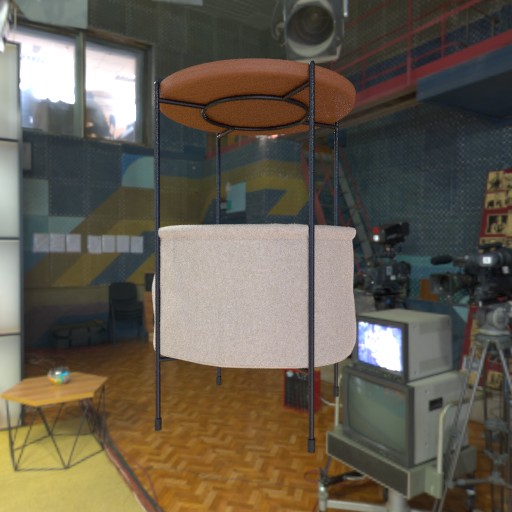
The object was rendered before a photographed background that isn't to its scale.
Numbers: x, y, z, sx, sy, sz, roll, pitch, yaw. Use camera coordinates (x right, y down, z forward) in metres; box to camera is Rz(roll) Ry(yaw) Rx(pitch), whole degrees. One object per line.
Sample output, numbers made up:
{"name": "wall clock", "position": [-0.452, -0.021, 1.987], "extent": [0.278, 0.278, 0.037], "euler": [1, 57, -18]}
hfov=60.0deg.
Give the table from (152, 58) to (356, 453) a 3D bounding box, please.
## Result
{"name": "table", "position": [0.000, 0.000, 0.884], "extent": [0.393, 0.623, 0.393], "euler": [0, 1, 18]}
